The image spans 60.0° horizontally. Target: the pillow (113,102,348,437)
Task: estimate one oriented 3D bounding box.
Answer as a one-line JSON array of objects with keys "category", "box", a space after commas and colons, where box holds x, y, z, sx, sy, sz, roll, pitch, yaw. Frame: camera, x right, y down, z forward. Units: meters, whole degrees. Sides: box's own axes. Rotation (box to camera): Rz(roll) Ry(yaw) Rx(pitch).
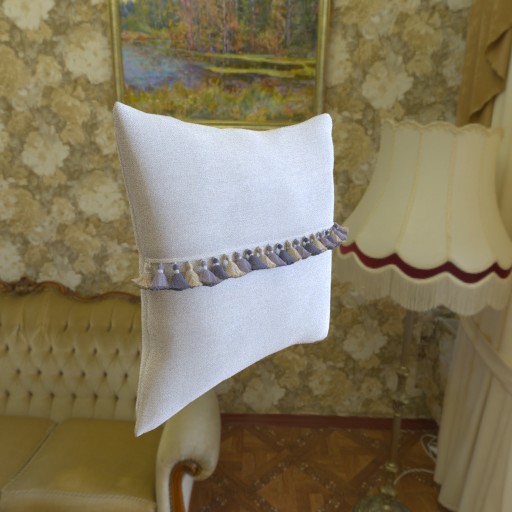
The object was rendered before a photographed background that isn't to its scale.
[{"category": "pillow", "box": [0.000, 0.000, 0.762, 0.165, 0.481, 0.489, 14, 21, 42]}]
